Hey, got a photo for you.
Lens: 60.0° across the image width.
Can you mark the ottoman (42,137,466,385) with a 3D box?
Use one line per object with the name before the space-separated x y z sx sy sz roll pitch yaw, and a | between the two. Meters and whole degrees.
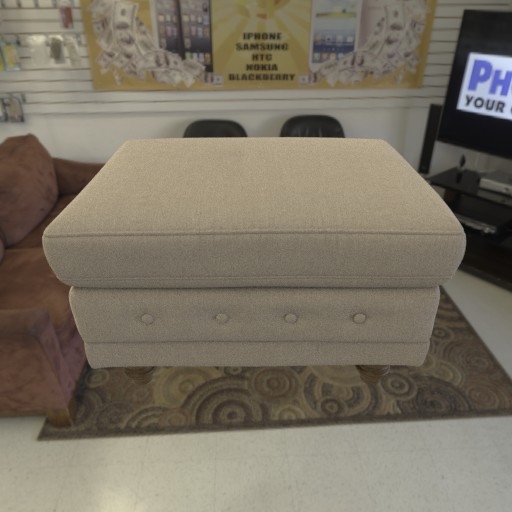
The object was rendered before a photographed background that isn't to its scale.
ottoman | 0.000 0.000 1.119 0.771 0.500 0.569 0 30 0
